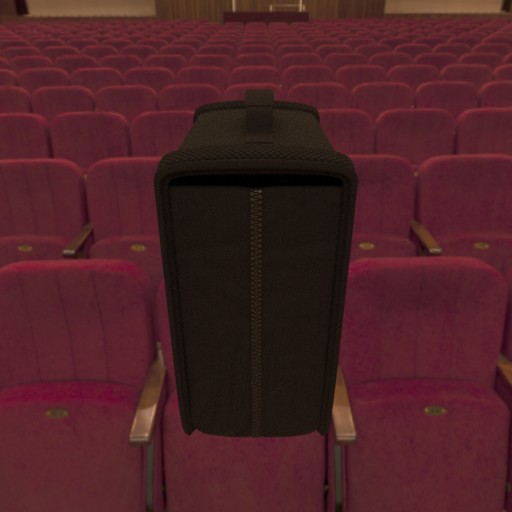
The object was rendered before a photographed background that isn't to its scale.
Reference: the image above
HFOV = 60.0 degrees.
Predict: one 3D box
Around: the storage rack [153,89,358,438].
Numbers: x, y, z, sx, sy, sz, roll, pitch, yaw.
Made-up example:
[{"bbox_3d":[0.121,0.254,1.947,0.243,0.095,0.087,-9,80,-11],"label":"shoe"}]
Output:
[{"bbox_3d":[0.000,0.000,0.549,0.168,0.387,0.297,0,28,0],"label":"storage rack"}]
